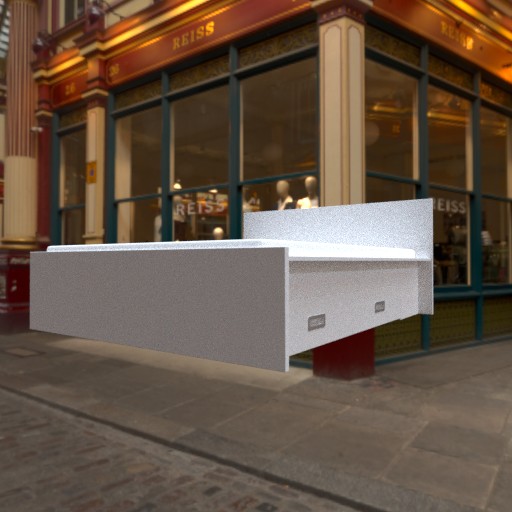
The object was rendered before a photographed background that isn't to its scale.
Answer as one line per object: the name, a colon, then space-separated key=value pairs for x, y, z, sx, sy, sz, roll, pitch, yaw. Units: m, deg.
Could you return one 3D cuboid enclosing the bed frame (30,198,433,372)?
bed frame: x=0.000 y=0.000 z=2.742 sx=1.622 sy=0.800 sz=1.960 roll=0 pitch=-1 yaw=35
